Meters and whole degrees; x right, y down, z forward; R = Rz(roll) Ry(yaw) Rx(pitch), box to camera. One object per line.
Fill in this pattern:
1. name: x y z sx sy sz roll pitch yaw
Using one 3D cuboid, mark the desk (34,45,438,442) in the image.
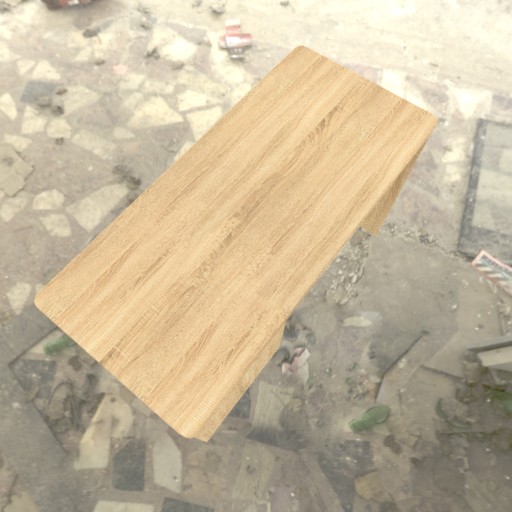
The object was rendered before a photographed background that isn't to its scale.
1. desk: 0.000 0.000 1.619 0.550 0.760 1.200 35 70 15
